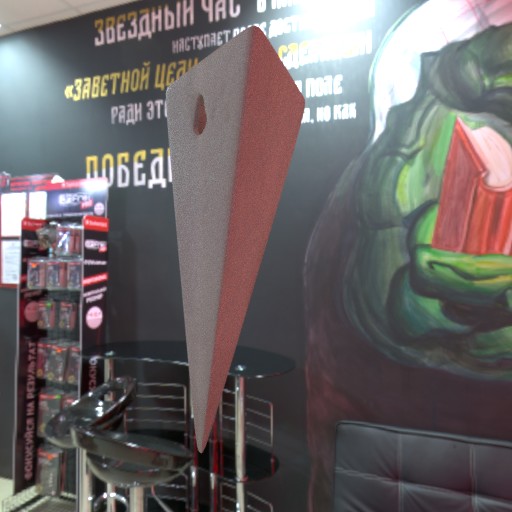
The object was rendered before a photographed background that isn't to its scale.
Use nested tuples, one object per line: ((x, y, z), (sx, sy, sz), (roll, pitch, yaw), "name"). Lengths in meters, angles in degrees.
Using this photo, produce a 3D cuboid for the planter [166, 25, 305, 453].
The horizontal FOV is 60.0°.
((0.000, 0.000, 0.160), (0.047, 0.130, 0.058), (0, -1, -36), "planter")
